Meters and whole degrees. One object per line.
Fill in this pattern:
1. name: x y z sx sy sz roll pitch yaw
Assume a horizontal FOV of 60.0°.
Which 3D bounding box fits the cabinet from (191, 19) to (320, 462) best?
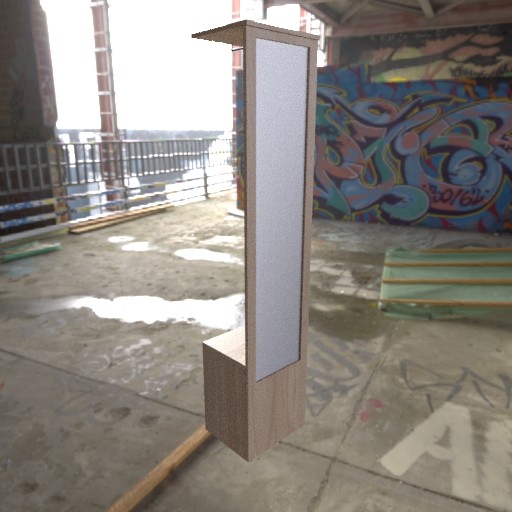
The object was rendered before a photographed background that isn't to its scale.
1. cabinet: 0.000 0.000 2.067 0.411 1.879 0.338 -15 21 -41
